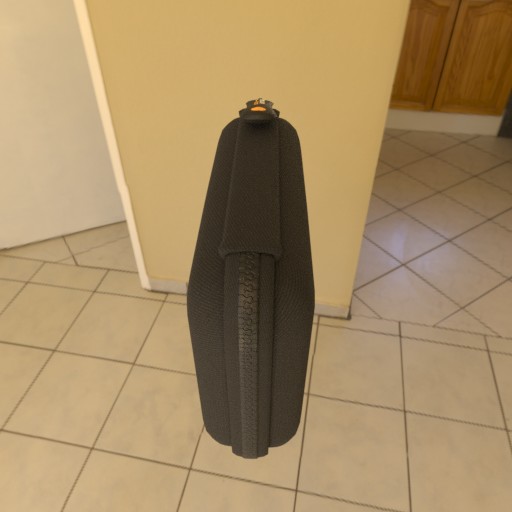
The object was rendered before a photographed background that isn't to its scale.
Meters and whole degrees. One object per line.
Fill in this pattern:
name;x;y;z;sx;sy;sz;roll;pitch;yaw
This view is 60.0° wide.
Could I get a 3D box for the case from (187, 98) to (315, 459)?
case;0.000;0.000;0.181;0.038;0.105;0.132;1;41;1
